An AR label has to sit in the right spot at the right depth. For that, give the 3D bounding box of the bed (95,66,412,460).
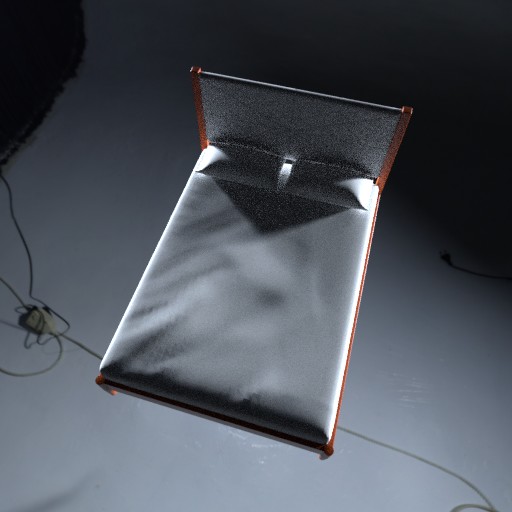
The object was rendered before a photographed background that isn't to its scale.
[{"bbox_3d":[0.000,0.000,3.038,1.566,1.165,2.117,14,60,8],"label":"bed"}]
